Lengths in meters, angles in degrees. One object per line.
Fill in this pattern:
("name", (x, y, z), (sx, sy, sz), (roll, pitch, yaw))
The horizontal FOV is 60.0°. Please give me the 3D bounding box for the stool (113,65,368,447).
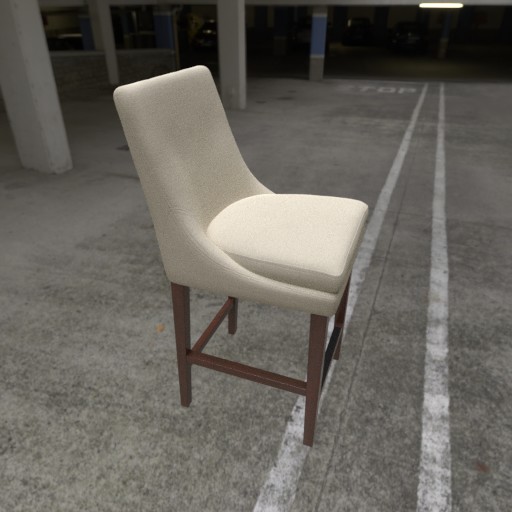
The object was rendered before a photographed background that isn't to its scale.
("stool", (0.000, 0.000, 1.312), (0.577, 0.981, 0.470), (11, 32, 18))
